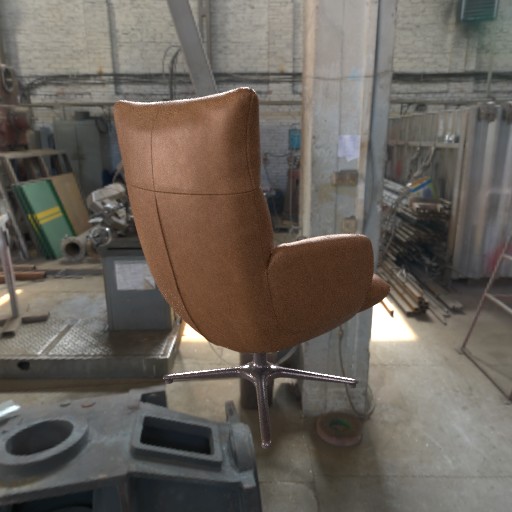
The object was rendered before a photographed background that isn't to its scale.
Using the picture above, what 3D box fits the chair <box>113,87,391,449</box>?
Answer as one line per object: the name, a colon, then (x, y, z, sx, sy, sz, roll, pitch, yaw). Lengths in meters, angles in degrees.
chair: (0.000, 0.000, 1.552, 0.711, 1.027, 0.794, 15, 21, 43)
